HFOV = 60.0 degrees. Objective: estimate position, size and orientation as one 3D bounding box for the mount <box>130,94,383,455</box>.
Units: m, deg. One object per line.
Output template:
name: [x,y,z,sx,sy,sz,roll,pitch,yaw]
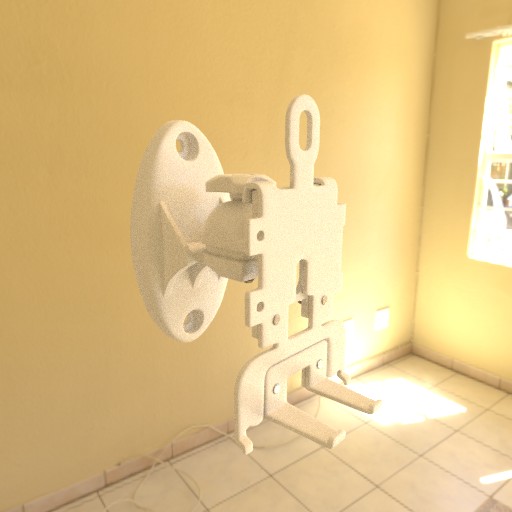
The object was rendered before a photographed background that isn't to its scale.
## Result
mount: [0.000,0.000,0.176,0.100,0.118,0.066,12,18,42]
